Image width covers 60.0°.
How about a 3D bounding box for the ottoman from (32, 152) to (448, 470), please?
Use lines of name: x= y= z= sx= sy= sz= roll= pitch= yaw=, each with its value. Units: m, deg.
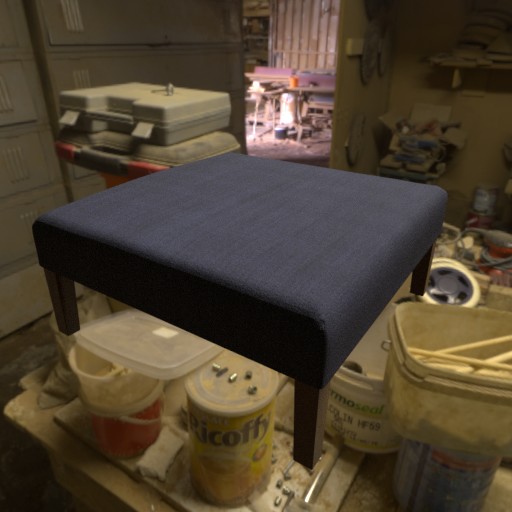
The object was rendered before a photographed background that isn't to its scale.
ottoman: x=0.000 y=0.000 z=1.371 sx=0.889 sy=0.411 sz=0.890 roll=17 pitch=31 yaw=30
